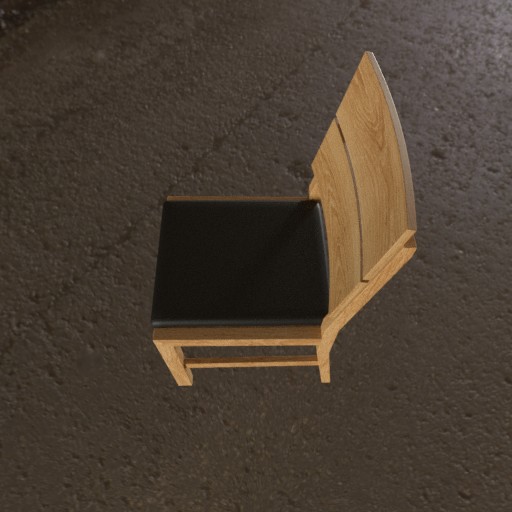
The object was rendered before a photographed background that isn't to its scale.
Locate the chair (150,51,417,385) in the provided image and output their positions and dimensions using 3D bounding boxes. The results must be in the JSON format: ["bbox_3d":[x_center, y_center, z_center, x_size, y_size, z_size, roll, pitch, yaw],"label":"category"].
[{"bbox_3d":[0.000,0.000,1.260,0.569,0.950,0.475,-1,59,-1],"label":"chair"}]
